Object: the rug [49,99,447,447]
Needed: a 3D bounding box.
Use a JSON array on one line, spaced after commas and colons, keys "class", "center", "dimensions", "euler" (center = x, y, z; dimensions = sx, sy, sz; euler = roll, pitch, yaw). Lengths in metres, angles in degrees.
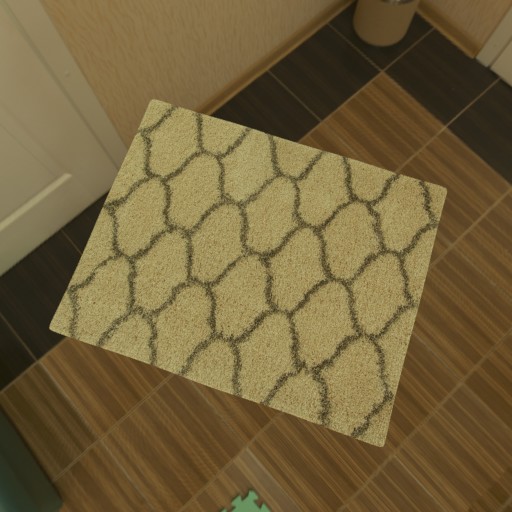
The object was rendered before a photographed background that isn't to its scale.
[{"class": "rug", "center": [0.000, 0.000, 4.010], "dimensions": [3.000, 0.026, 2.399], "euler": [18, 77, 4]}]
